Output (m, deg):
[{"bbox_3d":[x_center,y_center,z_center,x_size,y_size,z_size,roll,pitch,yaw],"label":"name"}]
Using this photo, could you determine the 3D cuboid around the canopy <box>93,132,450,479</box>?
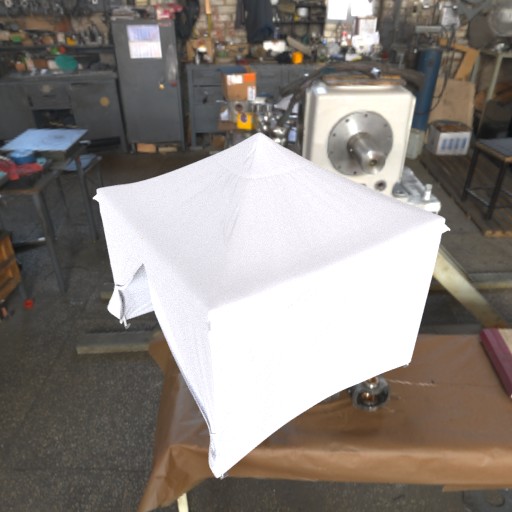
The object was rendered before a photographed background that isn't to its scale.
[{"bbox_3d":[0.000,0.000,5.427,3.121,2.997,3.043,-19,37,-28],"label":"canopy"}]
